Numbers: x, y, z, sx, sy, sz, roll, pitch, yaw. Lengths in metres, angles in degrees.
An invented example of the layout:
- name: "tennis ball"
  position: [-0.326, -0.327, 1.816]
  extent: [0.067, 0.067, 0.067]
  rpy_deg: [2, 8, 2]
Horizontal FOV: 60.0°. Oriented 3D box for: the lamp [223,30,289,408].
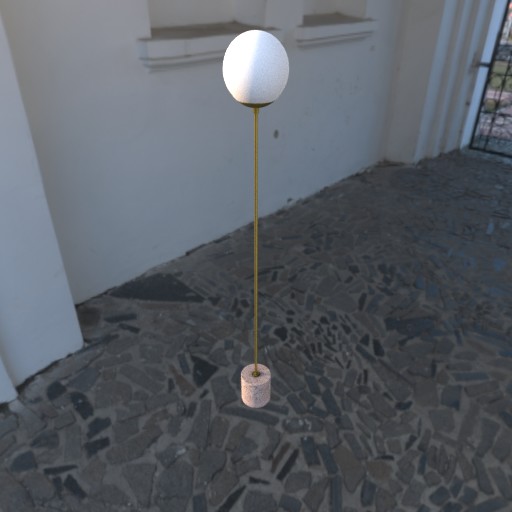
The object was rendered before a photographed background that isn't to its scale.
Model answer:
- name: "lamp"
  position: [0.000, 0.000, 1.922]
  extent: [0.229, 1.748, 0.229]
  rpy_deg: [-18, 35, -28]
